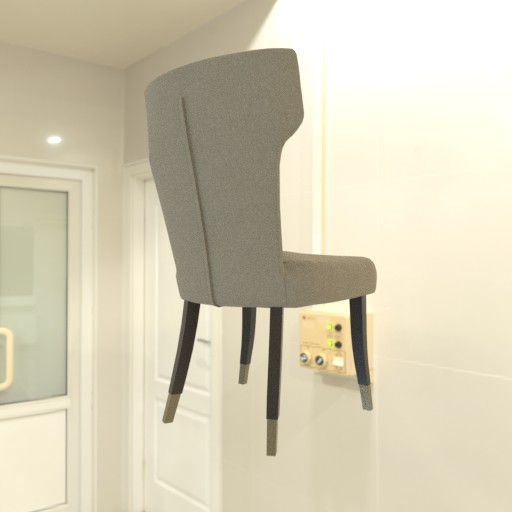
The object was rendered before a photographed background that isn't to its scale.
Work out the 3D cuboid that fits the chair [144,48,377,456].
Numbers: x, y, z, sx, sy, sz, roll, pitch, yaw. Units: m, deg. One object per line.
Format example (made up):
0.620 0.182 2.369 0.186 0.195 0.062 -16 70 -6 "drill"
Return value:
0.000 0.000 1.318 0.526 0.955 0.630 0 -1 36 "chair"
